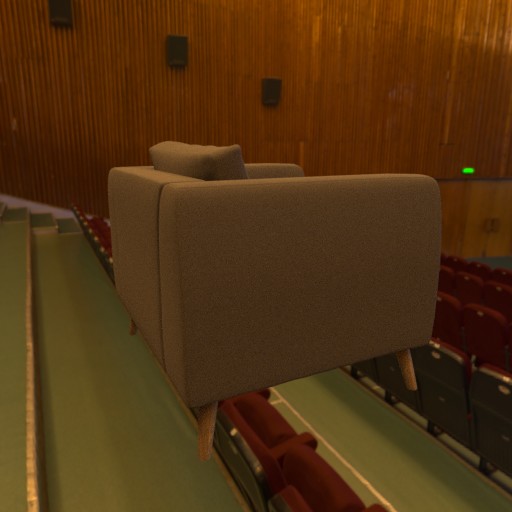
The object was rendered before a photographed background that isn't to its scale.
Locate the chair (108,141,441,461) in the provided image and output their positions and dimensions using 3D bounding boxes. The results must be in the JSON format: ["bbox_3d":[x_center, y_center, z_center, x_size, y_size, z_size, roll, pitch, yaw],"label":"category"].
[{"bbox_3d":[0.000,0.000,1.715,0.930,0.860,1.000,-7,16,-26],"label":"chair"}]
